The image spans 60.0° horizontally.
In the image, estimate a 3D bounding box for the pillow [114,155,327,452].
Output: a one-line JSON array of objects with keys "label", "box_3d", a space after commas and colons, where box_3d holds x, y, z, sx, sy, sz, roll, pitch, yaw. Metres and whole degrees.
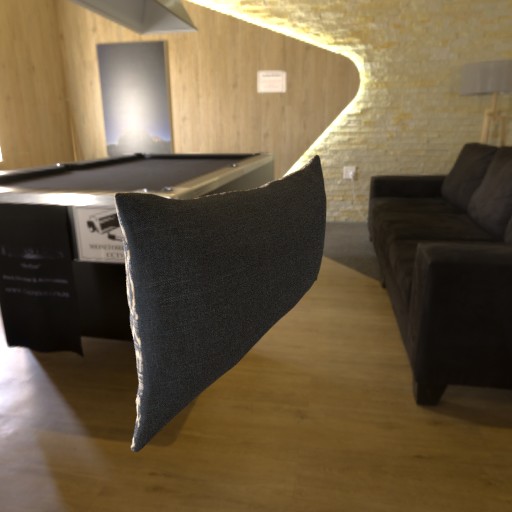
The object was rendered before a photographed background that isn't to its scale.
[{"label": "pillow", "box_3d": [0.000, 0.000, 0.726, 0.148, 0.292, 0.631, 8, 19, 25]}]
